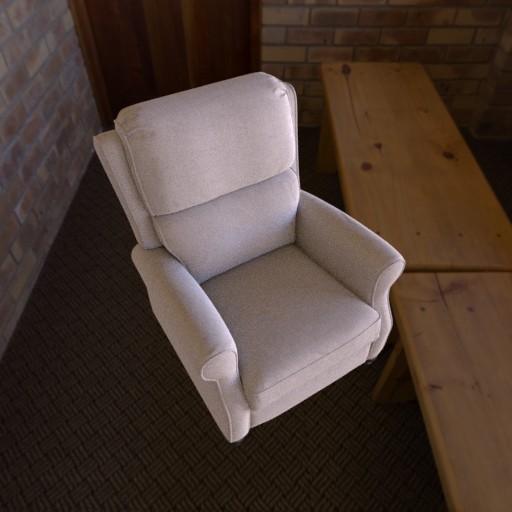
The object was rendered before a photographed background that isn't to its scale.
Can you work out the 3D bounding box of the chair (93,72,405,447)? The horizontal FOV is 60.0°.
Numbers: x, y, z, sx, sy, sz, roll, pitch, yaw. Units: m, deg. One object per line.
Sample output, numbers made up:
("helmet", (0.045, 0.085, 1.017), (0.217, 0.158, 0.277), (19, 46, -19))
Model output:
("chair", (0.000, 0.000, 1.725), (0.859, 1.046, 0.919), (-24, 51, -21))
